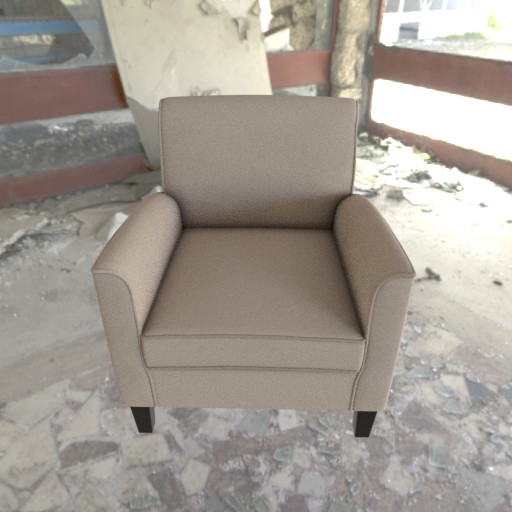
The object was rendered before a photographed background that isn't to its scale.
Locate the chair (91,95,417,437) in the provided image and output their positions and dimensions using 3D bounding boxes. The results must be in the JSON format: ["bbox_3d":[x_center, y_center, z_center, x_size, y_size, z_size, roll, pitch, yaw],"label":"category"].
[{"bbox_3d":[0.000,0.000,1.526,0.820,0.915,0.820,1,31,1],"label":"chair"}]
